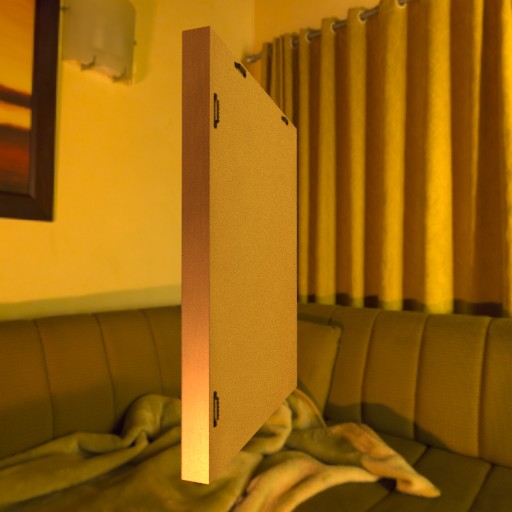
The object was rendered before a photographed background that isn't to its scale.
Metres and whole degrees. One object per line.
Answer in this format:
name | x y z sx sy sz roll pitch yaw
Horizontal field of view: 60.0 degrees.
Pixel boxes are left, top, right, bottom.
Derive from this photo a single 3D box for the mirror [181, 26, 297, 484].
mirror | 0.000 0.000 0.688 0.041 0.509 0.406 0 -1 19
